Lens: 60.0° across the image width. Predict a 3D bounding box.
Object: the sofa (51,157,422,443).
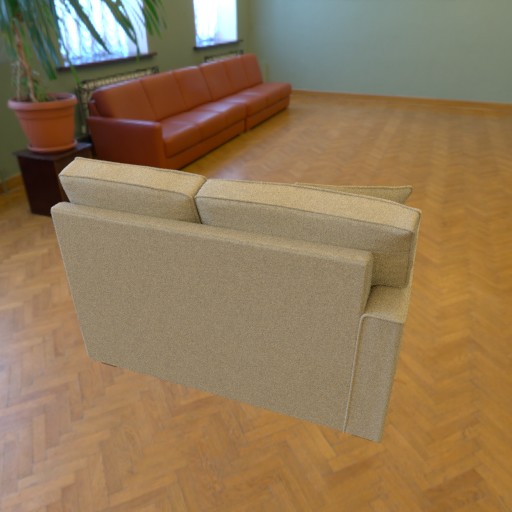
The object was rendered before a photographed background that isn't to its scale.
[{"bbox_3d":[0.000,0.000,2.069,1.388,0.989,0.991,10,31,18],"label":"sofa"}]
